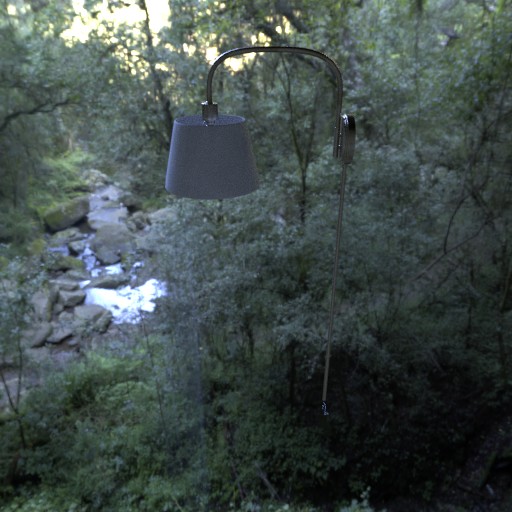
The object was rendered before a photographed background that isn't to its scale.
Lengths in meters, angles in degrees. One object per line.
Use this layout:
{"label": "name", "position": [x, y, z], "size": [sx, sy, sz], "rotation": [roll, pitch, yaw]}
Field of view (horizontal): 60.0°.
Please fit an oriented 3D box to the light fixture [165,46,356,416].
{"label": "light fixture", "position": [0.000, 0.000, 0.466], "size": [0.176, 0.399, 0.092], "rotation": [0, 26, 0]}
